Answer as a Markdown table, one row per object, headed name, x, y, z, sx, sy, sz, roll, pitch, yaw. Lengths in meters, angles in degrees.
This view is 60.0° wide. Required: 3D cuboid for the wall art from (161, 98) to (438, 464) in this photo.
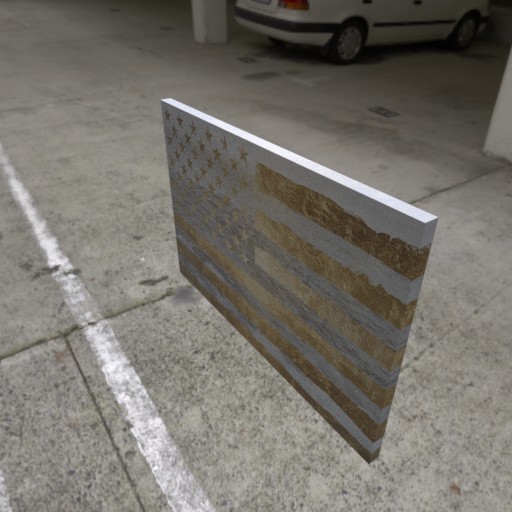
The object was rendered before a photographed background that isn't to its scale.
| name | x | y | z | sx | sy | sz | roll | pitch | yaw |
| --- | --- | --- | --- | --- | --- | --- | --- | --- | --- |
| wall art | 0.000 | 0.000 | 1.429 | 0.041 | 0.762 | 1.145 | -21 | 38 | -29 |
